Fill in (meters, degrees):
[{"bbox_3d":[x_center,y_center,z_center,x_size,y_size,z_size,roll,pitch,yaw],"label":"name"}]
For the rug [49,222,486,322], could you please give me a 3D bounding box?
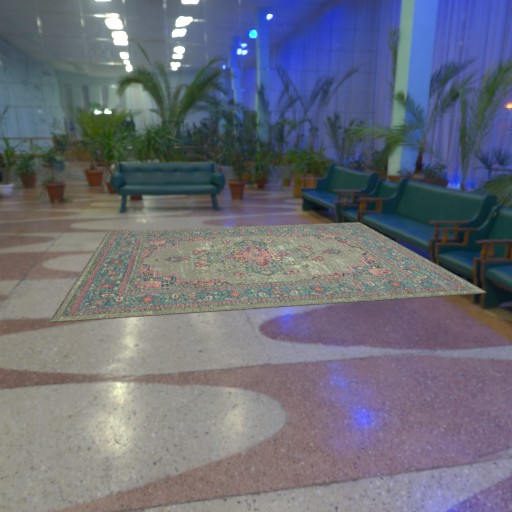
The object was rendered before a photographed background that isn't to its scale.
[{"bbox_3d":[0.000,0.000,4.180,3.057,0.013,2.434,-3,17,-9],"label":"rug"}]
